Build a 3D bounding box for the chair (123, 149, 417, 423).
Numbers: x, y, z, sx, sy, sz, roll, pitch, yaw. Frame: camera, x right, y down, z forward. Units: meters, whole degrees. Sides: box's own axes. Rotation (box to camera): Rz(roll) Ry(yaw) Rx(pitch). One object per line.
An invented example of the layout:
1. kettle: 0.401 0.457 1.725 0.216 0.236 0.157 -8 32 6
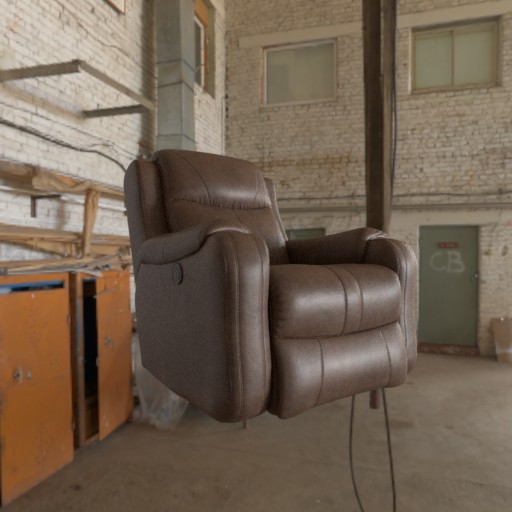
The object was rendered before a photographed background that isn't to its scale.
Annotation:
1. chair: 0.000 0.000 1.853 0.940 0.990 1.067 0 0 -38
